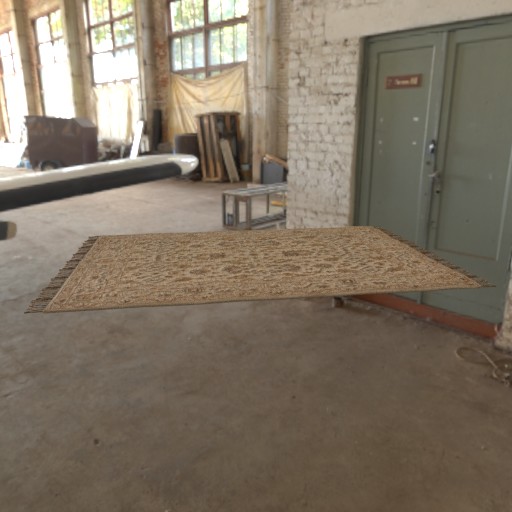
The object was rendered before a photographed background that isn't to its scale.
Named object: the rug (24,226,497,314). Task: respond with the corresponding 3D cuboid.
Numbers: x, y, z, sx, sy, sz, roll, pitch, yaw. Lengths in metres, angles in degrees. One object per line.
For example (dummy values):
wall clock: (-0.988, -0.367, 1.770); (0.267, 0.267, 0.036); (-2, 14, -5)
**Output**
rug: (0.000, 0.000, 2.948); (2.434, 0.027, 1.529); (-2, 16, -8)
